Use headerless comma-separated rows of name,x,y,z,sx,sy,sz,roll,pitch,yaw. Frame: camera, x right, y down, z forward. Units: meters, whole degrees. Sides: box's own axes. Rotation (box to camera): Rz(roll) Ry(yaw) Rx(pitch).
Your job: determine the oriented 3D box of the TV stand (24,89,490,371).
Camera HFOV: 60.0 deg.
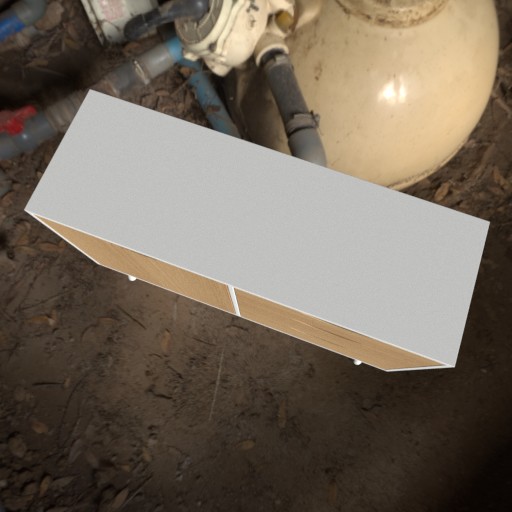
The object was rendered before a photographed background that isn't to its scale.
TV stand,0.000,0.000,1.589,1.193,0.812,0.406,20,75,5
